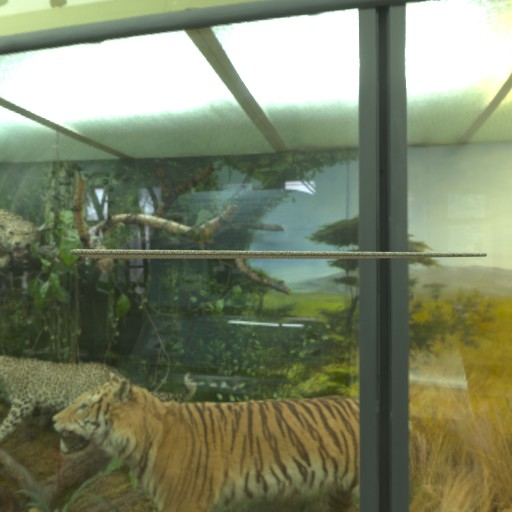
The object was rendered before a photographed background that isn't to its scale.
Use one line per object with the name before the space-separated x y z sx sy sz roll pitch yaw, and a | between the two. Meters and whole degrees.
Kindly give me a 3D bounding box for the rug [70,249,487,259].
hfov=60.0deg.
rug | 0.000 0.000 4.154 3.047 0.029 2.438 0 -1 -19
